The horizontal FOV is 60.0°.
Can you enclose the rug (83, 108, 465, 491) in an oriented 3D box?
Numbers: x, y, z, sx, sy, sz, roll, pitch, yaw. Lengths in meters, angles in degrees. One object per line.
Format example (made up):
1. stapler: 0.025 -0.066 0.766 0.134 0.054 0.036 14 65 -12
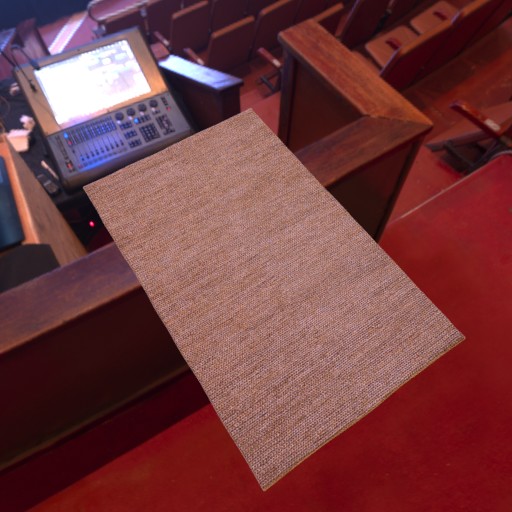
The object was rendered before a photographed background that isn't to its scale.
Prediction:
1. rug: 0.000 0.000 3.051 1.521 0.034 2.438 -30 65 -16
